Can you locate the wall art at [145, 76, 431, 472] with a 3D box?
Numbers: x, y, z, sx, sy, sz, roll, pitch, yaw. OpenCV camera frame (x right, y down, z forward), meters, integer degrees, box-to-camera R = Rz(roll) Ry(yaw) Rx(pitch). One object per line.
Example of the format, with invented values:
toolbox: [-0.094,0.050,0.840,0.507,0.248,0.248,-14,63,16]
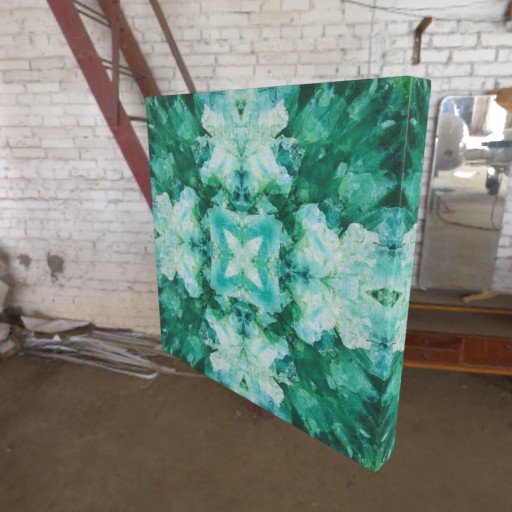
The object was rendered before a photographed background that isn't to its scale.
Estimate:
wall art: [0.000,0.000,0.446,0.313,0.313,0.033,15,22,42]
